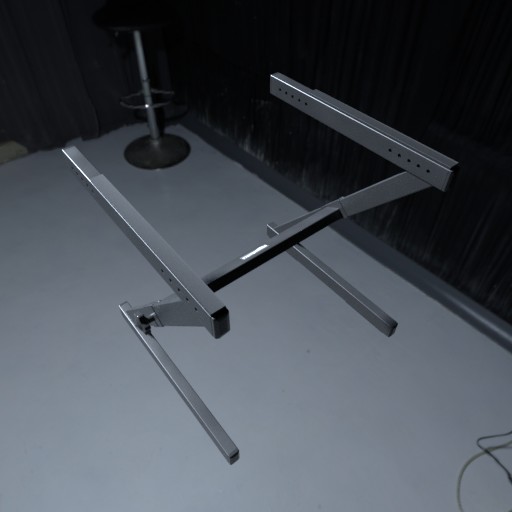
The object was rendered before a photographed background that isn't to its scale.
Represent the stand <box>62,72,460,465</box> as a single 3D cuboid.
[{"bbox_3d":[0.000,0.000,1.160,0.700,0.617,0.586,-30,53,-26],"label":"stand"}]
